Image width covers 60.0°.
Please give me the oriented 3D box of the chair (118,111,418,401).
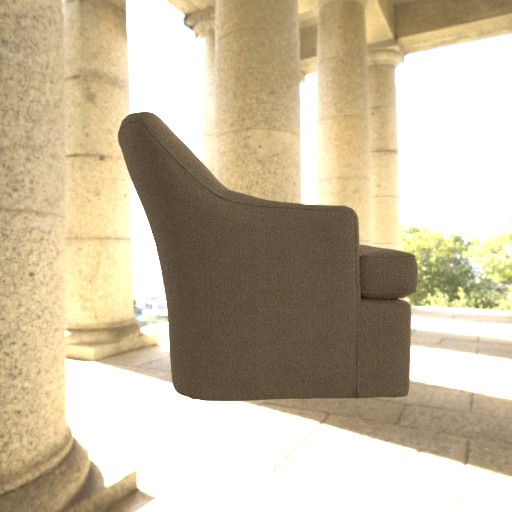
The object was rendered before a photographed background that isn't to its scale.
[{"bbox_3d":[0.000,0.000,1.620,0.923,0.856,0.864,0,0,-1],"label":"chair"}]
